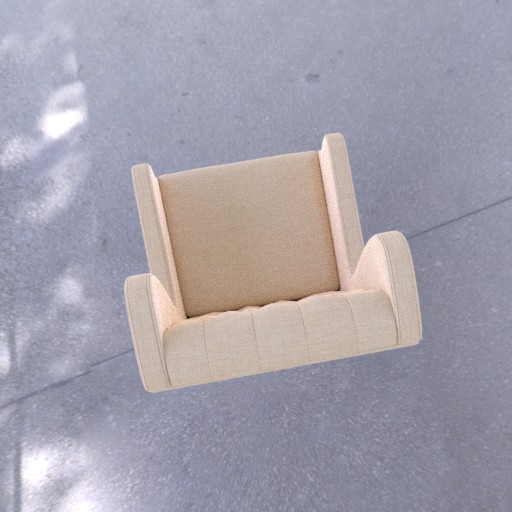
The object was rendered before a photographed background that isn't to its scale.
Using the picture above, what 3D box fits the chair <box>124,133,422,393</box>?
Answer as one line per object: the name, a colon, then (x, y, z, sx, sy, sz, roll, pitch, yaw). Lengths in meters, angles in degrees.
chair: (0.000, 0.000, 1.475, 0.710, 0.930, 0.760, -10, 75, -3)
